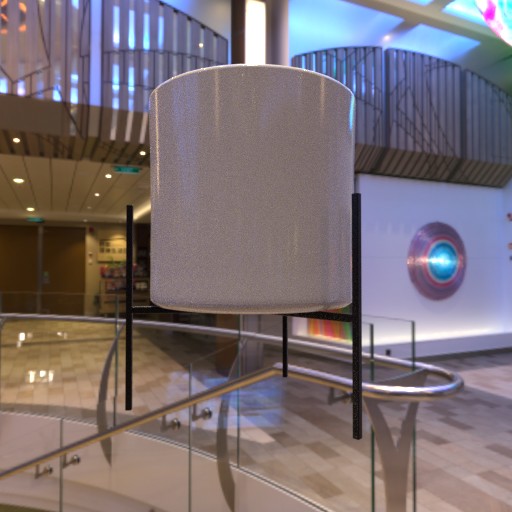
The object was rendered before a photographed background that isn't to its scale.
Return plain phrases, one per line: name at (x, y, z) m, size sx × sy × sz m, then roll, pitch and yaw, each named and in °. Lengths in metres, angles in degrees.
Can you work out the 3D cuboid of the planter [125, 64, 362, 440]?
planter at (0.000, 0.000, 0.731) m, size 0.360 × 0.480 × 0.361 m, roll 0°, pitch -1°, yaw 19°
